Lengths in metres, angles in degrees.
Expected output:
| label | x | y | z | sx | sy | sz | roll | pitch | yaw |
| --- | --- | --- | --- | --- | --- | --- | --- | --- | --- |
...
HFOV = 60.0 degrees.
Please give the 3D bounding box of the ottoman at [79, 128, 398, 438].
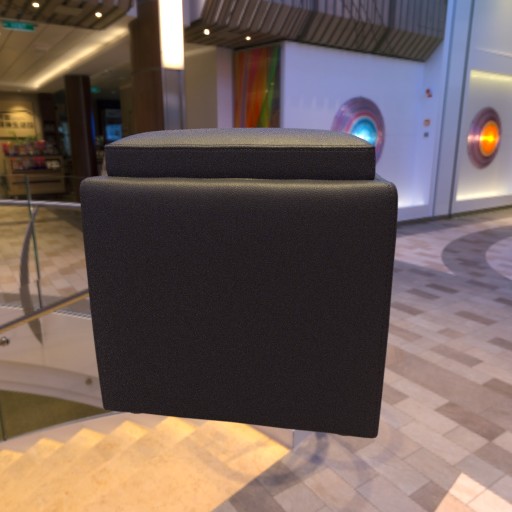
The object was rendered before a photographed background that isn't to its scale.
| label | x | y | z | sx | sy | sz | roll | pitch | yaw |
| --- | --- | --- | --- | --- | --- | --- | --- | --- | --- |
| ottoman | 0.000 | 0.000 | 0.834 | 0.451 | 0.460 | 0.450 | 2 | 15 | 9 |
